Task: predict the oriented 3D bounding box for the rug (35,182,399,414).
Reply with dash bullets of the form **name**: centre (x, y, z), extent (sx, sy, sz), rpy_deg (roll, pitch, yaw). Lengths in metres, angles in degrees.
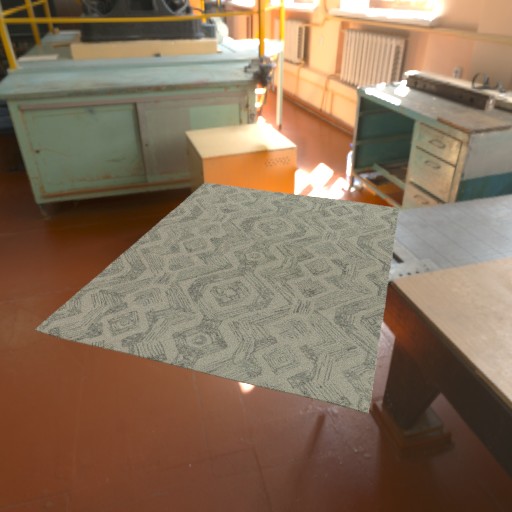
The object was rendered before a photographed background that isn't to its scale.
- **rug**: centre (0.000, 0.000, 4.165), extent (2.430, 0.030, 3.054), rpy_deg (10, 33, 16)
